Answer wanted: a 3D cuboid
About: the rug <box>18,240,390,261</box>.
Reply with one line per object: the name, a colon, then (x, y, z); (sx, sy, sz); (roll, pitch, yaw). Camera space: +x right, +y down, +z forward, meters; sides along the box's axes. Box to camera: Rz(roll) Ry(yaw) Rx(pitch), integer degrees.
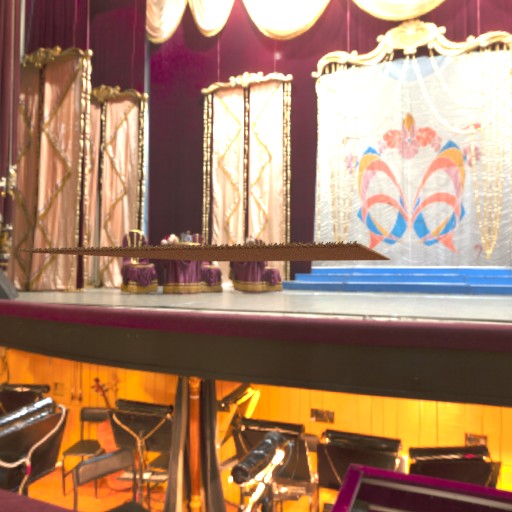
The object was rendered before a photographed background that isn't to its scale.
rug: (0.000, 0.000, 2.247); (1.223, 0.015, 1.771); (-1, -2, 20)
